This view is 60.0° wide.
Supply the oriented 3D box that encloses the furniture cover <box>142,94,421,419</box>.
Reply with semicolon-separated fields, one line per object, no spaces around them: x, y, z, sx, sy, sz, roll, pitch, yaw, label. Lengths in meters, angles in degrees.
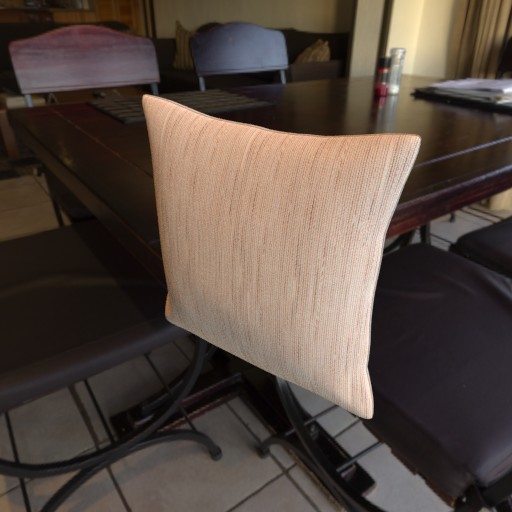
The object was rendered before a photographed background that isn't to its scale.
0.000;0.000;0.800;0.512;0.506;0.178;19;35;30;furniture cover
